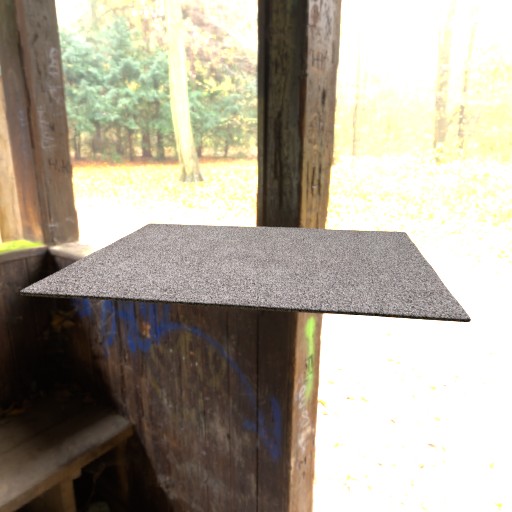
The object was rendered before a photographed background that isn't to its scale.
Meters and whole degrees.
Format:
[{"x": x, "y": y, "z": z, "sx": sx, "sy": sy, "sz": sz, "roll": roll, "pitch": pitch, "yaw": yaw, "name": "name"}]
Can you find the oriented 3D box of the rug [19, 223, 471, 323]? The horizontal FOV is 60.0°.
[{"x": 0.000, "y": 0.000, "z": 4.072, "sx": 3.047, "sy": 0.029, "sz": 2.438, "roll": 2, "pitch": 16, "yaw": 9, "name": "rug"}]
